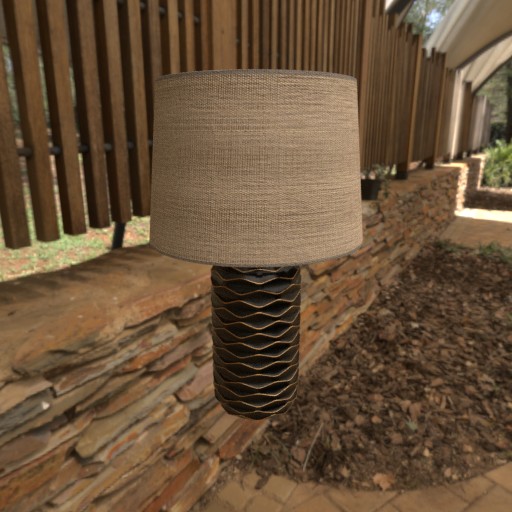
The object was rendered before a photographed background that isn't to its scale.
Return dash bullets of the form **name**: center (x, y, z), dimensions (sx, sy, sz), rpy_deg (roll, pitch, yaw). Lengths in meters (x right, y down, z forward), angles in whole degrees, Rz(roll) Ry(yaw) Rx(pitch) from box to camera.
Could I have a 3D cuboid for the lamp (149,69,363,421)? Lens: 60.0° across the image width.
- **lamp**: center (0.000, 0.000, 0.811), dimensions (0.376, 0.594, 0.376), rpy_deg (0, 16, 0)
